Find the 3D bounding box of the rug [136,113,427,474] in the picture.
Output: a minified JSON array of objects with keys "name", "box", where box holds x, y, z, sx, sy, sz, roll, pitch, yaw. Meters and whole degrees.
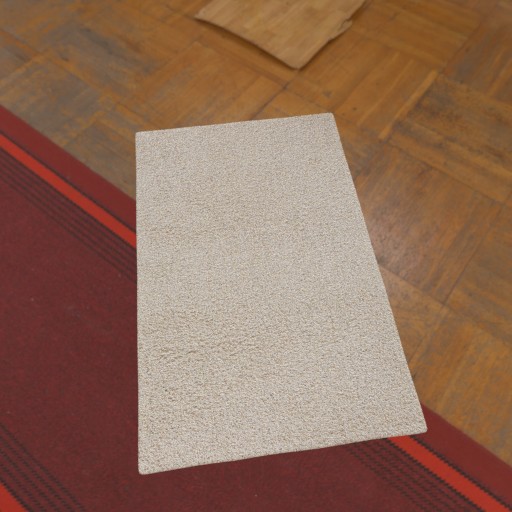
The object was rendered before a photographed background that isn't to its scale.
[{"name":"rug","box":[0.000,0.000,3.335,1.778,0.030,2.743,-7,62,-4]}]
